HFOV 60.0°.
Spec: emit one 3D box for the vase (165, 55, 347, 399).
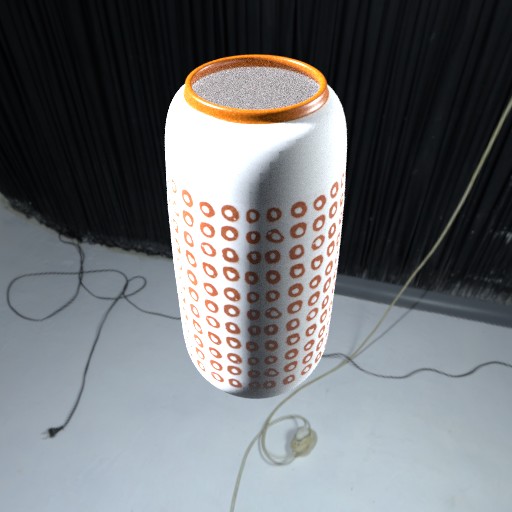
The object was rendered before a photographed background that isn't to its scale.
[{"bbox_3d":[0.000,0.000,0.353,0.133,0.282,0.133,0,44,0],"label":"vase"}]
